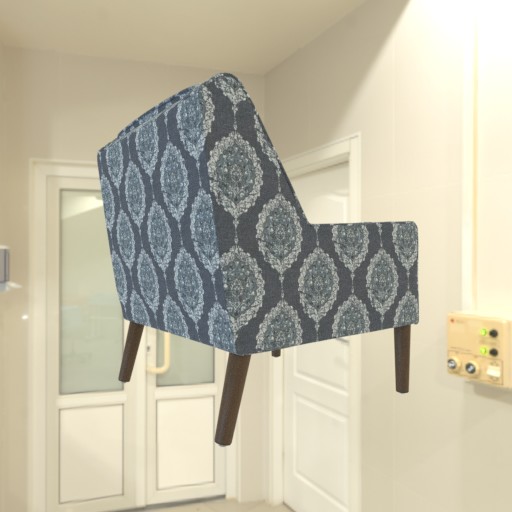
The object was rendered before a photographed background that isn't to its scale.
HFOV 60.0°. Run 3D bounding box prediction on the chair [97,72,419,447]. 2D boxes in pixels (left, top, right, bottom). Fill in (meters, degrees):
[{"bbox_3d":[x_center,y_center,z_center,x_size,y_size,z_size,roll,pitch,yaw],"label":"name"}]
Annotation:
[{"bbox_3d":[0.000,0.000,1.323,0.743,0.792,0.663,0,0,-36],"label":"chair"}]
